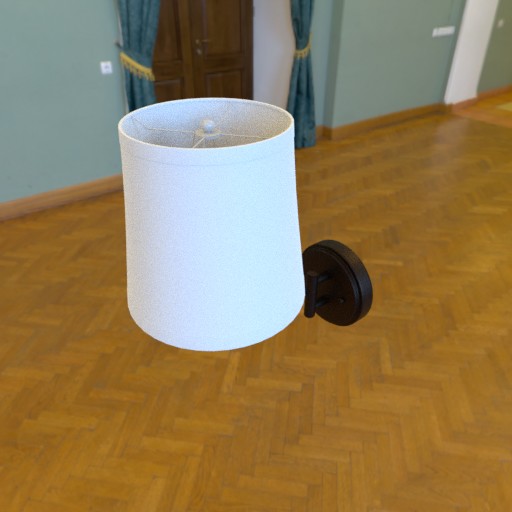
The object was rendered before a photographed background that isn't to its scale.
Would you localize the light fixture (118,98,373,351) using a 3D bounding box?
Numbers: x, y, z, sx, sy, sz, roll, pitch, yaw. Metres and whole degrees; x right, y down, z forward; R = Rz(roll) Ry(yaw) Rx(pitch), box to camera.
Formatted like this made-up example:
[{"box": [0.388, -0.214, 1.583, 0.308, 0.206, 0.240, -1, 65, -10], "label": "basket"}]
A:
[{"box": [0.000, 0.000, 0.264, 0.157, 0.172, 0.100, -23, 40, -31], "label": "light fixture"}]
